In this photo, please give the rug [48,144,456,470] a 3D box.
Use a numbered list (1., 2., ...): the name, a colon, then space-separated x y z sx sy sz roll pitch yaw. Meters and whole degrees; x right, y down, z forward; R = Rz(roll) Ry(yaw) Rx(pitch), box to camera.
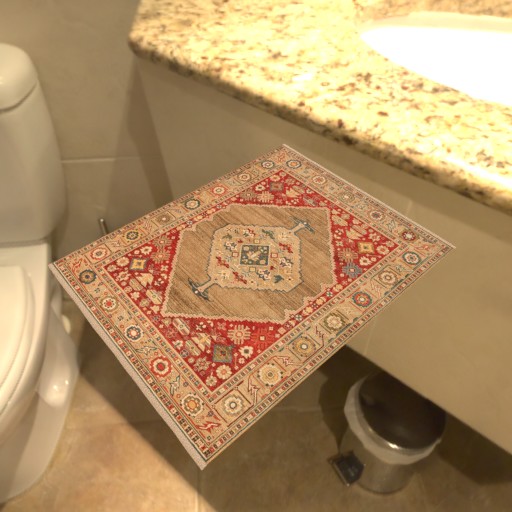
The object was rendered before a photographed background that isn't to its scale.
1. rug: 0.000 0.000 4.291 3.143 0.008 2.451 -33 55 -27
